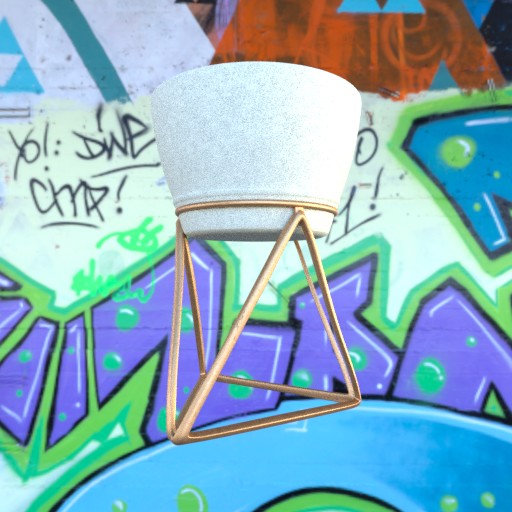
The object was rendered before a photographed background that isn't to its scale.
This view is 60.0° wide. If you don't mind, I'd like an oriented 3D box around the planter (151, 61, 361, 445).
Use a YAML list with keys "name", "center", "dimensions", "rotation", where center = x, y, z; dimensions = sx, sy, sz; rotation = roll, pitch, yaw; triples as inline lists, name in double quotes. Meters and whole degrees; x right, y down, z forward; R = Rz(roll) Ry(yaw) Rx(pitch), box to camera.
- name: "planter"
  center: [0.000, 0.000, 0.749]
  dimensions: [0.350, 0.504, 0.350]
  rotation: [0, -2, 0]
